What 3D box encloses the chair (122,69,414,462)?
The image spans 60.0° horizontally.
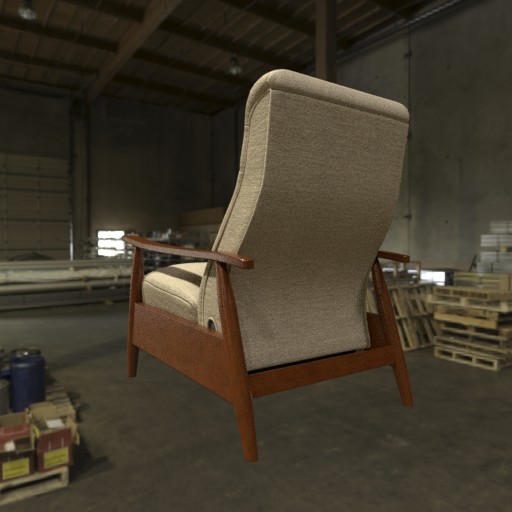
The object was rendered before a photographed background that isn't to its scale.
[{"bbox_3d":[0.000,0.000,1.789,0.762,1.082,1.014,-1,2,-35],"label":"chair"}]
